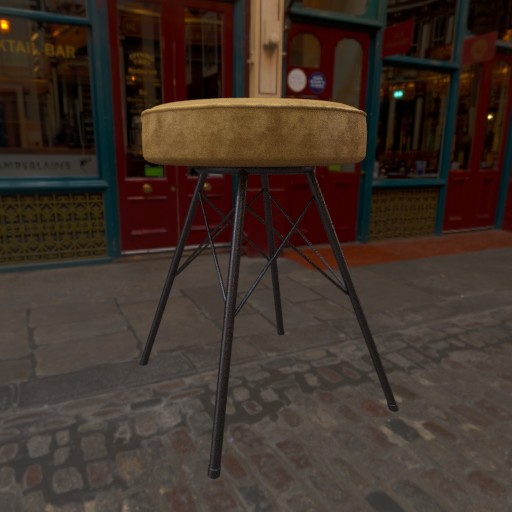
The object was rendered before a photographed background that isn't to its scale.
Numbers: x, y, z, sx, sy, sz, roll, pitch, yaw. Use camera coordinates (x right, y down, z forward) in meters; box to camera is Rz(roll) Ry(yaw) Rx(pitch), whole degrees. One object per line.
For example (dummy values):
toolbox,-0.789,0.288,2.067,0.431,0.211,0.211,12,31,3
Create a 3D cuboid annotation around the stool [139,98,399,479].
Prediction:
stool,0.000,0.000,0.929,0.438,0.595,0.472,-6,15,-26
